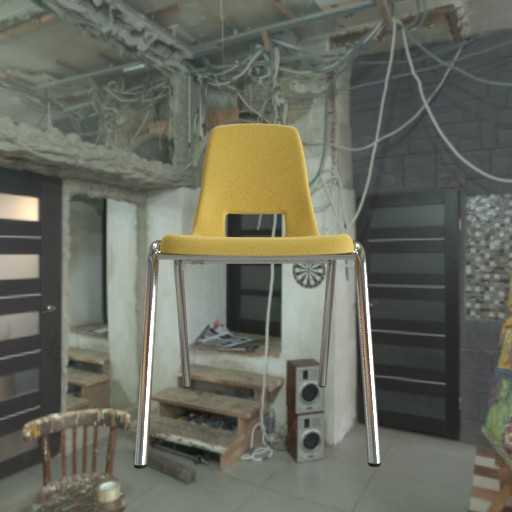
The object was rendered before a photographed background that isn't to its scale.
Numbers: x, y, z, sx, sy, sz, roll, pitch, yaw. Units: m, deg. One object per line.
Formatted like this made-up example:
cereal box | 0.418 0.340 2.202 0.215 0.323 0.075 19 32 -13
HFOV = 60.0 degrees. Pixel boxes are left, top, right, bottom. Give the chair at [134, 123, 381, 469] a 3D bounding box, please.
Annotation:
chair | 0.000 0.000 0.891 0.381 0.653 0.436 0 0 -1
